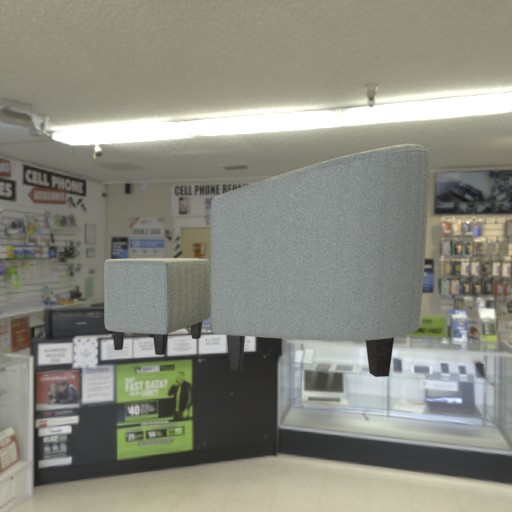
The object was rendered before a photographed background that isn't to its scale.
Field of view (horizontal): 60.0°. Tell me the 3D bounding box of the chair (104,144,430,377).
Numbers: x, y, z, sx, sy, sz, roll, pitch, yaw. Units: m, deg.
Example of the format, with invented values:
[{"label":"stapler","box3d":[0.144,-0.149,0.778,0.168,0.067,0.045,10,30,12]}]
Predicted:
[{"label":"chair","box3d":[0.000,0.000,1.764,1.288,0.757,0.756,0,1,17]}]
